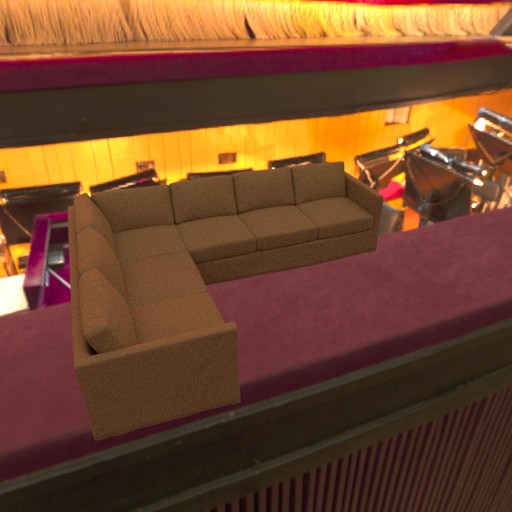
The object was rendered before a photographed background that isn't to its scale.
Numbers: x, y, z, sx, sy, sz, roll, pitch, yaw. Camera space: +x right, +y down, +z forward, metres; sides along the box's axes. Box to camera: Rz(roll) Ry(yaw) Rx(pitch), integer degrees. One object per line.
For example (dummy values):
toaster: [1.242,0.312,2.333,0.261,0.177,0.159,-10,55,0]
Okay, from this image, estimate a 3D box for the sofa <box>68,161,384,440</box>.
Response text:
sofa: [0.000,0.000,4.136,3.182,0.871,2.432,-11,32,-18]
